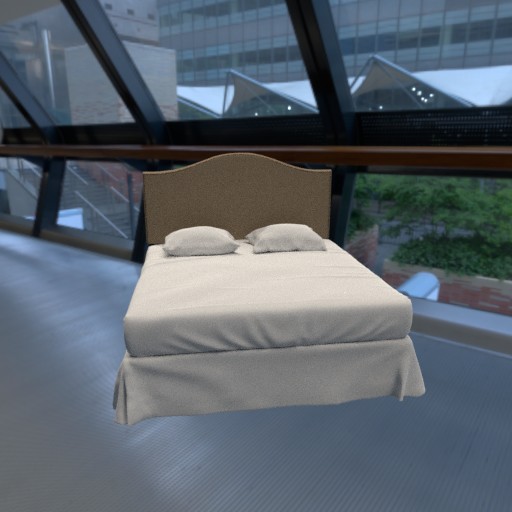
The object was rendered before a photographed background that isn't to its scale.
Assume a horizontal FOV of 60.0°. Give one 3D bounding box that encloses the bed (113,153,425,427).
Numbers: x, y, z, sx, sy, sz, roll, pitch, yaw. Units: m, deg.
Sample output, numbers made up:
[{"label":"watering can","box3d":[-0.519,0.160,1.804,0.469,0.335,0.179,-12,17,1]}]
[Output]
[{"label":"bed","box3d":[0.000,0.000,3.836,2.311,1.651,2.222,-2,16,-8]}]
